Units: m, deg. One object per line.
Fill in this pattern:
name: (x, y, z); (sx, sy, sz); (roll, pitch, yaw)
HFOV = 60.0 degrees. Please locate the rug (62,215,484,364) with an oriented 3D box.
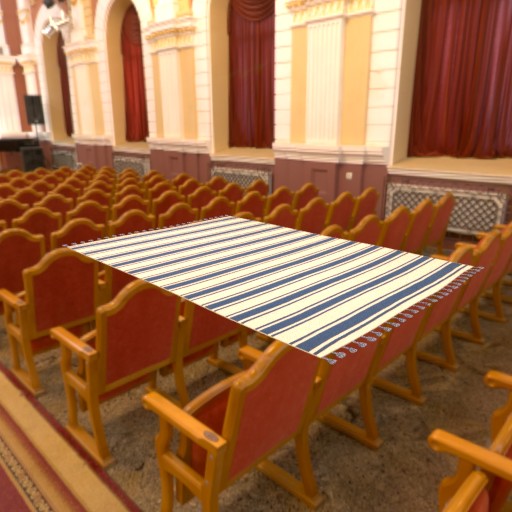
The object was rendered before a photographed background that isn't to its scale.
rug: (0.000, 0.000, 2.854); (2.315, 0.010, 1.544); (16, 23, 42)
